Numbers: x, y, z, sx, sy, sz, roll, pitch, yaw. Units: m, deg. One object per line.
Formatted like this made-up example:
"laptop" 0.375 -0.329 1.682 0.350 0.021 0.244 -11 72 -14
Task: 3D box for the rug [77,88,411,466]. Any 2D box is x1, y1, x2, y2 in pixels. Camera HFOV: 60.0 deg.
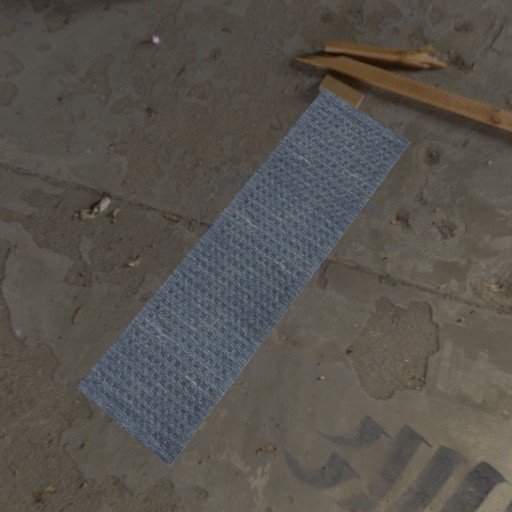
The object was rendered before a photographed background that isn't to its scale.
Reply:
"rug" 0.000 0.000 2.692 0.688 0.008 2.443 36 78 9
